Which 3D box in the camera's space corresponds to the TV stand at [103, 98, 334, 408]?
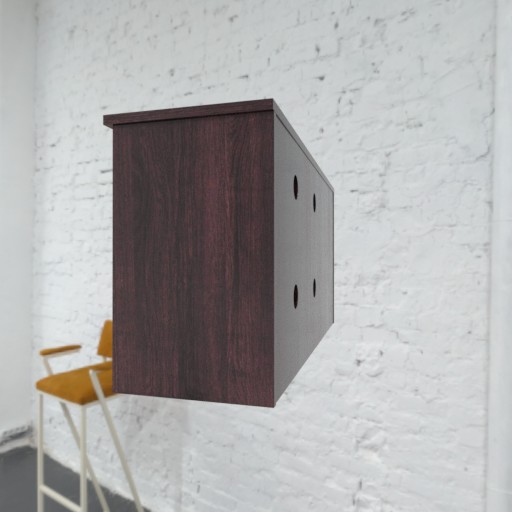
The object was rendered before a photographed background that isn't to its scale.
[{"bbox_3d":[0.000,0.000,1.495,0.404,0.614,1.192,0,0,16],"label":"TV stand"}]
